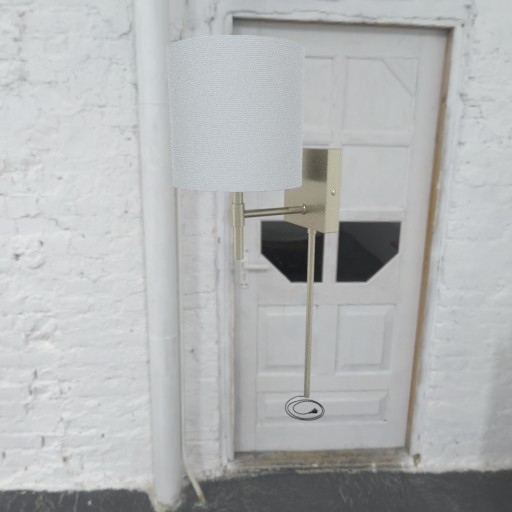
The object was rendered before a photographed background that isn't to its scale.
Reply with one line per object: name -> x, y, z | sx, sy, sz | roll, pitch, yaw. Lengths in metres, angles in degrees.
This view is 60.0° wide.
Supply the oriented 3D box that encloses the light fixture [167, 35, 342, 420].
light fixture -> 0.000, 0.000, 0.696 | 0.248, 0.589, 0.188 | -7, 16, -26
